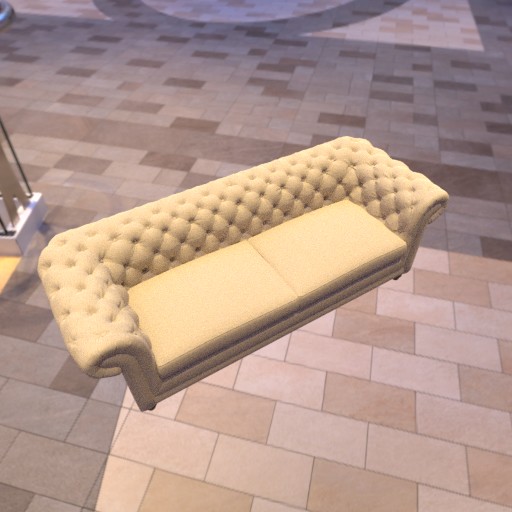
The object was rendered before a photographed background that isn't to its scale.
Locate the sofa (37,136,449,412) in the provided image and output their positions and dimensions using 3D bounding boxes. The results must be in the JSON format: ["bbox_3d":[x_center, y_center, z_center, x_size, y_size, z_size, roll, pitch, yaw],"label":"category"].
[{"bbox_3d":[0.000,0.000,3.177,2.694,0.847,1.076,-23,49,-22],"label":"sofa"}]
